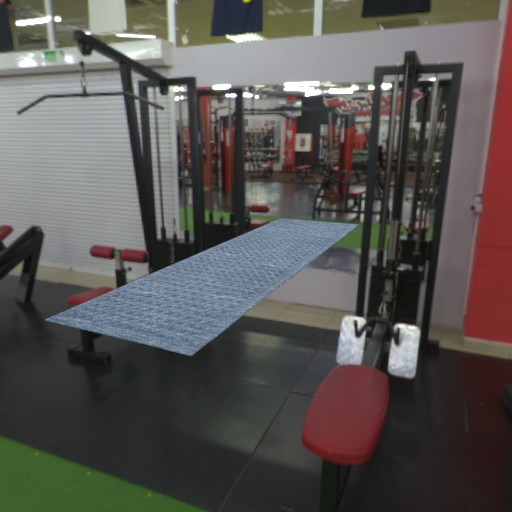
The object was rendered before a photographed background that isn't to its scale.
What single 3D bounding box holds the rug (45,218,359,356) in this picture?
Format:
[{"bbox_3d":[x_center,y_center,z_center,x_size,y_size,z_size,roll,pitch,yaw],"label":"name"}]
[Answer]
[{"bbox_3d":[0.000,0.000,2.672,0.688,0.008,2.443,7,17,24],"label":"rug"}]
